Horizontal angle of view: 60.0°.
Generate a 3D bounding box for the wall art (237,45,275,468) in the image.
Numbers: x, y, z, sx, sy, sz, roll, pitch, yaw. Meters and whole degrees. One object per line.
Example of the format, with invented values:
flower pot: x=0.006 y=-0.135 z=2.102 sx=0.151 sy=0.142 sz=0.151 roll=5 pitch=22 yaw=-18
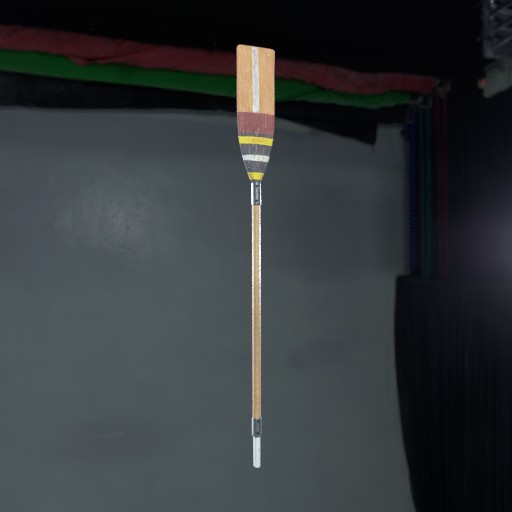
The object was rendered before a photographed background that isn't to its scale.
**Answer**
wall art: x=0.000 y=0.000 z=1.646 sx=0.146 sy=1.556 sz=0.038 roll=0 pitch=-1 yaw=-18
